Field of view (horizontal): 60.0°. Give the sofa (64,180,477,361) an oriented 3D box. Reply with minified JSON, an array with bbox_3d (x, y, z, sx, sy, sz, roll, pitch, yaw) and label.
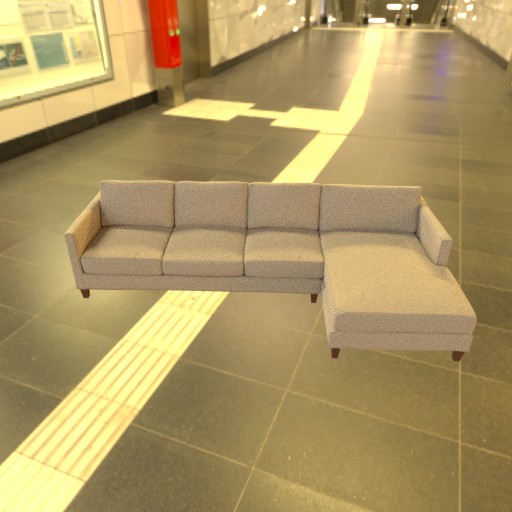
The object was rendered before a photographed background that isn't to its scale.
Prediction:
[{"bbox_3d":[0.000,0.000,3.814,3.186,0.861,1.625,1,31,2],"label":"sofa"}]
